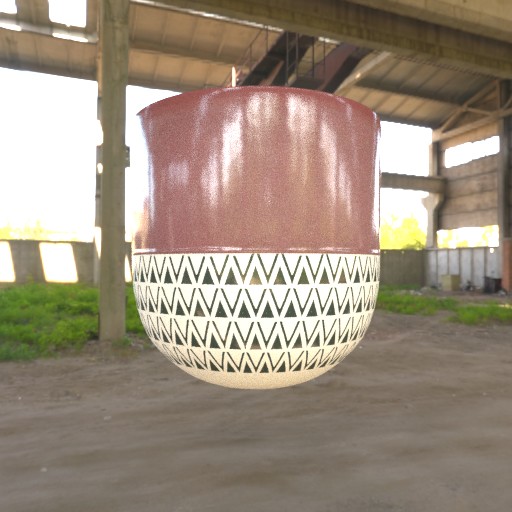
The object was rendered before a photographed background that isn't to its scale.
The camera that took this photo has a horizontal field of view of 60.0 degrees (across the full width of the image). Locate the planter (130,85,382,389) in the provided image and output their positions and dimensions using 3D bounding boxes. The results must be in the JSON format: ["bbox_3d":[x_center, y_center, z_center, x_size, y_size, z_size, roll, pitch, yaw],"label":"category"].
[{"bbox_3d":[0.000,0.000,0.486,0.266,0.270,0.266,0,-1,0],"label":"planter"}]
